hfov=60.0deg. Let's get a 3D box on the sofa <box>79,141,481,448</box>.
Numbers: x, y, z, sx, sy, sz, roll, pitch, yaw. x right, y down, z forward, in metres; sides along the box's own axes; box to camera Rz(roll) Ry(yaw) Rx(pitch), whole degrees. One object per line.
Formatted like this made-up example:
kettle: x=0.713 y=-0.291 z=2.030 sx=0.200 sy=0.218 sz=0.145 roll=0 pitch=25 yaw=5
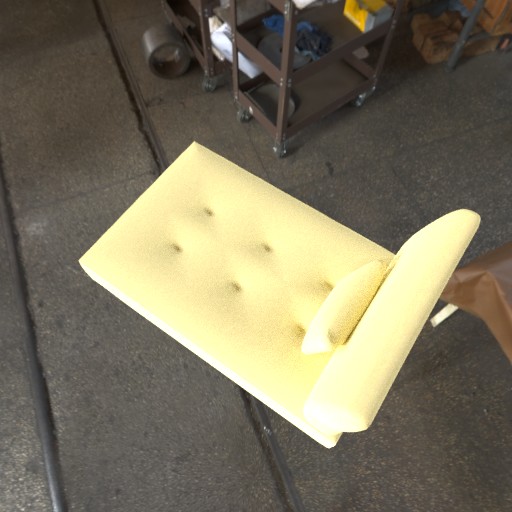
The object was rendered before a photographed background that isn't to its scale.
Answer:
sofa: x=0.000 y=0.000 z=2.013 sx=1.450 sy=0.820 sz=0.930 roll=32 pitch=68 yaw=15
